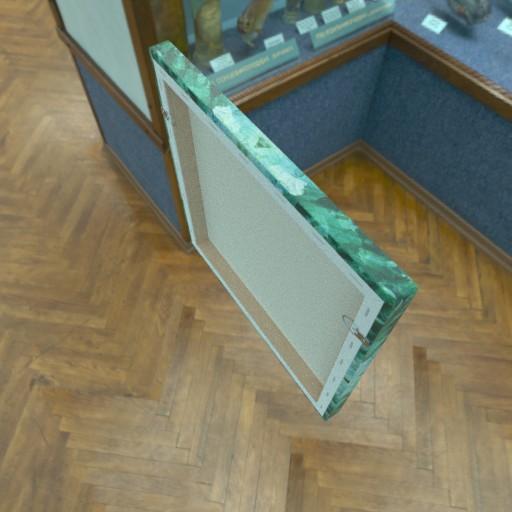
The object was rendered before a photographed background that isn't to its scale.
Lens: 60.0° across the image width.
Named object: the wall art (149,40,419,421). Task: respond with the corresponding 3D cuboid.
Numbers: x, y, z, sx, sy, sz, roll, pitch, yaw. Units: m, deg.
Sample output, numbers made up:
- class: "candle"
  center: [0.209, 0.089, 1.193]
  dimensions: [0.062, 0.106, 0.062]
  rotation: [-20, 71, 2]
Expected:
- class: "wall art"
  center: [0.000, 0.000, 0.751]
  dimensions: [0.038, 0.508, 0.507]
  rotation: [-30, 62, -18]
